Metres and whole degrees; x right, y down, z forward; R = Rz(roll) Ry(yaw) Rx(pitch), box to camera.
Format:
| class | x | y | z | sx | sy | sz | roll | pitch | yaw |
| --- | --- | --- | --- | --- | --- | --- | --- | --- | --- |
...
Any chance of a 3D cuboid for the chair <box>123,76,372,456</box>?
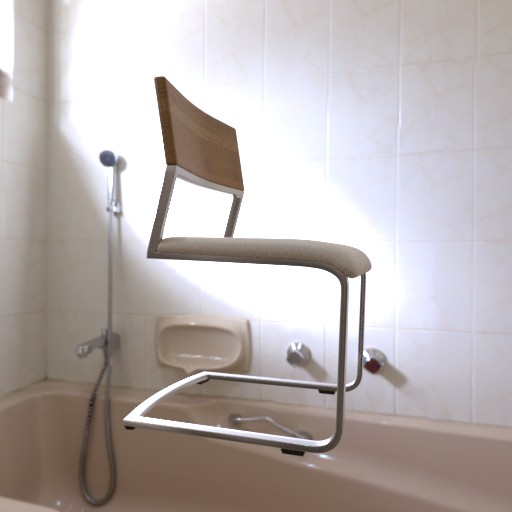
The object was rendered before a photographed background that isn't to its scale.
| class | x | y | z | sx | sy | sz | roll | pitch | yaw |
| --- | --- | --- | --- | --- | --- | --- | --- | --- | --- |
| chair | 0.000 | 0.000 | 1.206 | 0.585 | 0.844 | 0.467 | 0 | 0 | 19 |
